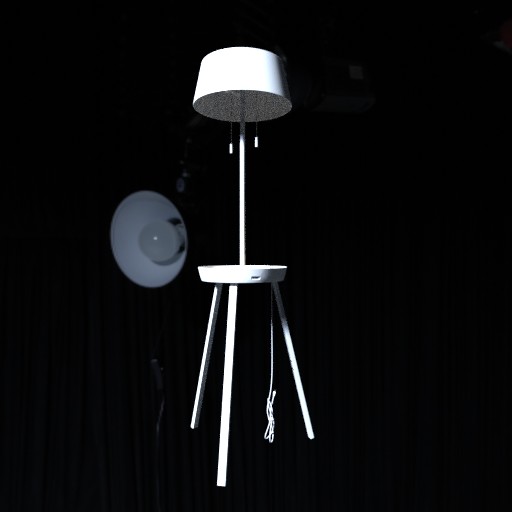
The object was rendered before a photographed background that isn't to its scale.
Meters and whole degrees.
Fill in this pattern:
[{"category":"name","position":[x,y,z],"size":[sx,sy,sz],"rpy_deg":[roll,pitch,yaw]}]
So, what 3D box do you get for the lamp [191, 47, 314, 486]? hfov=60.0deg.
[{"category":"lamp","position":[0.000,0.000,1.667],"size":[0.468,1.429,0.508],"rpy_deg":[0,1,-18]}]
